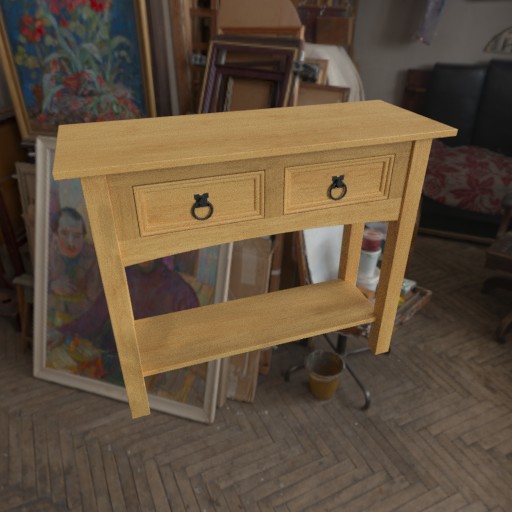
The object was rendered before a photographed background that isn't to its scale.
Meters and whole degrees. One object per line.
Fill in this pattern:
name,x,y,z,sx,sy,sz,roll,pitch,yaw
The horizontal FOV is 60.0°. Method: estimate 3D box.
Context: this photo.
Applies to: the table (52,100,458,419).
table,0.000,0.000,1.256,0.900,0.728,0.340,-10,33,-16
